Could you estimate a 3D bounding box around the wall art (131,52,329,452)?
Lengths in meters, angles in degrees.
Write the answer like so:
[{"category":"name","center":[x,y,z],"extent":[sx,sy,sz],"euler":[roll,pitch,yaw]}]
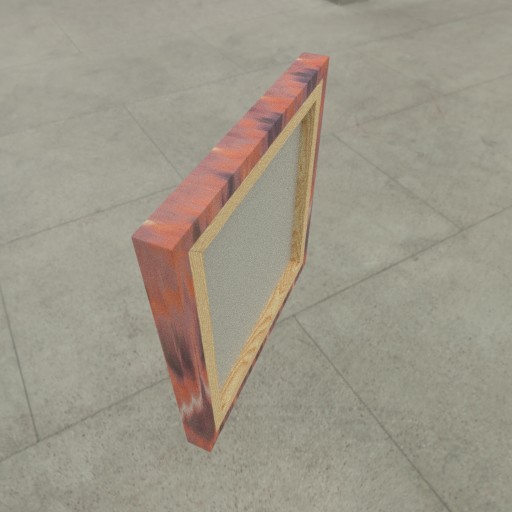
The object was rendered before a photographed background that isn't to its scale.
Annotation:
[{"category":"wall art","center":[0.000,0.000,0.617],"extent":[0.038,0.406,0.403],"euler":[18,48,16]}]
